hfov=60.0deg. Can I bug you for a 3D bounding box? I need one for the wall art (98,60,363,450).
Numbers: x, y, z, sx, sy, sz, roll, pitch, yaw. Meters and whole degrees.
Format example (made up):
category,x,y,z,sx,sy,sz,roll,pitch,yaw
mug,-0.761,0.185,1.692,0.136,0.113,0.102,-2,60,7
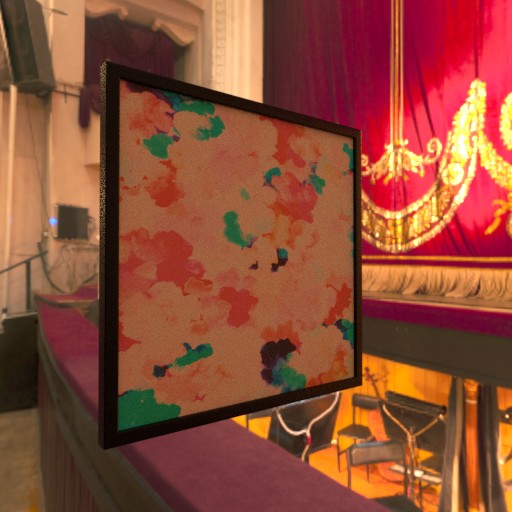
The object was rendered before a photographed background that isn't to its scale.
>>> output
category,x,y,z,sx,sy,sz,roll,pitch,yaw
wall art,0.000,0.000,1.099,0.756,0.755,0.036,1,-1,-37
